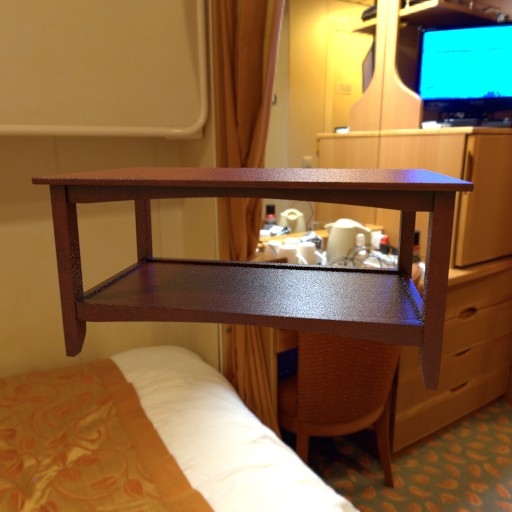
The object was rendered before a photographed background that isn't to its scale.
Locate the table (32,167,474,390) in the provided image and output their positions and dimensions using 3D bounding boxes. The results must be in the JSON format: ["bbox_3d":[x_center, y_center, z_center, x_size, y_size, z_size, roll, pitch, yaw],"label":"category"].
[{"bbox_3d":[0.000,0.000,1.233,0.943,0.456,0.533,3,14,10],"label":"table"}]
